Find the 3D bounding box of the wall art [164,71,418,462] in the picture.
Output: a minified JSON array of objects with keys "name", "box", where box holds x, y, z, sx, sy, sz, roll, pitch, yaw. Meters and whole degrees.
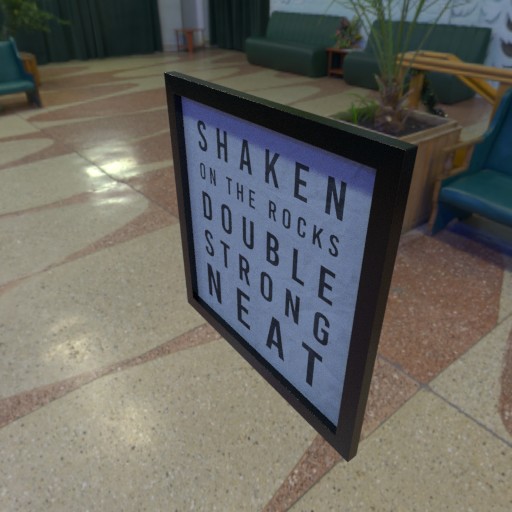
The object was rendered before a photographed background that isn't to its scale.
[{"name":"wall art","box":[0.000,0.000,0.510,0.014,0.349,0.349,-22,38,-31]}]
